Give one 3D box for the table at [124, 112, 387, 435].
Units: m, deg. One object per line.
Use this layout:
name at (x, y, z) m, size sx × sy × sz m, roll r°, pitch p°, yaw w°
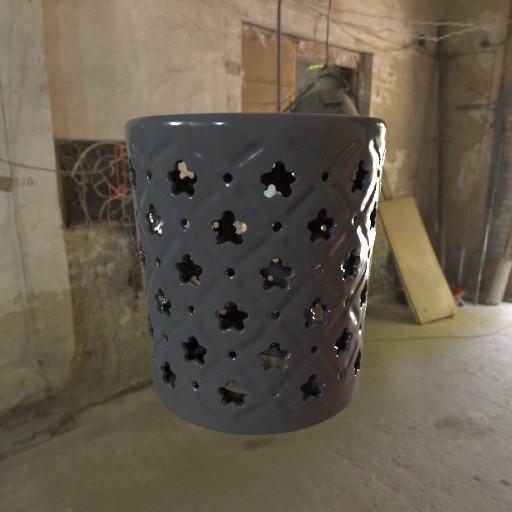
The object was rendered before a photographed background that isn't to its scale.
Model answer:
table at (0.000, 0.000, 0.656) m, size 0.352 × 0.387 × 0.352 m, roll 0°, pitch 14°, yaw 0°
